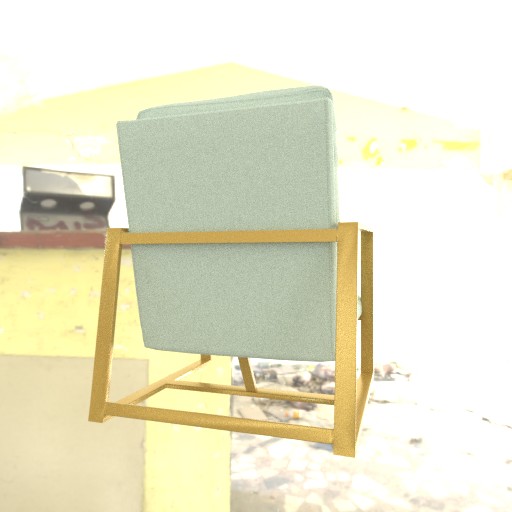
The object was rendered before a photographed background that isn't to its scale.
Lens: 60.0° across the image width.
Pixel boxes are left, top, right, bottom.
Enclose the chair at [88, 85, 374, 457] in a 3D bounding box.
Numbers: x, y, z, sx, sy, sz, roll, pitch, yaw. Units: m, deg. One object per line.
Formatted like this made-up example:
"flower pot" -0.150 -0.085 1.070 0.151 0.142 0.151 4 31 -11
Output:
"chair" 0.000 0.000 1.549 0.758 0.956 0.813 0 0 18
